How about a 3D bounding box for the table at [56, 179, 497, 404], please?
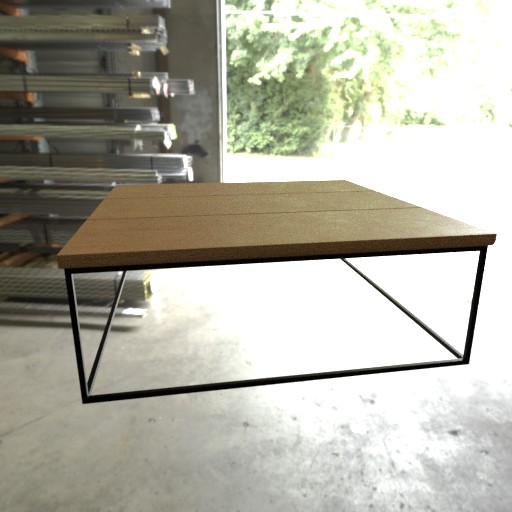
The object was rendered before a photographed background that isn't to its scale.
[{"bbox_3d":[0.000,0.000,1.655,1.100,0.400,1.100,-3,18,-10],"label":"table"}]
